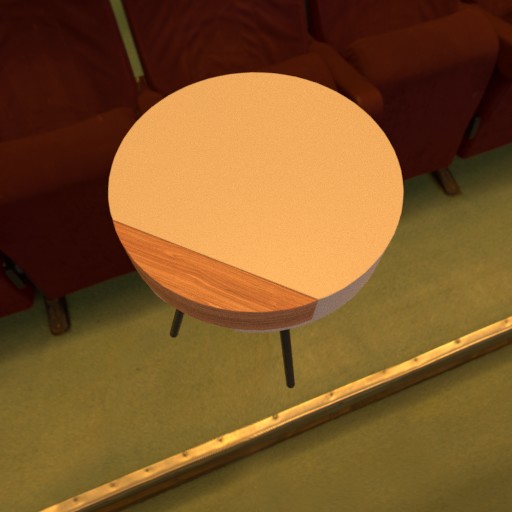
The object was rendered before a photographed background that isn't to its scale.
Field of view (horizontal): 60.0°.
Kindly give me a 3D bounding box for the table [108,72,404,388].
[{"bbox_3d":[0.000,0.000,0.889,0.450,0.525,0.450,0,62,0],"label":"table"}]
